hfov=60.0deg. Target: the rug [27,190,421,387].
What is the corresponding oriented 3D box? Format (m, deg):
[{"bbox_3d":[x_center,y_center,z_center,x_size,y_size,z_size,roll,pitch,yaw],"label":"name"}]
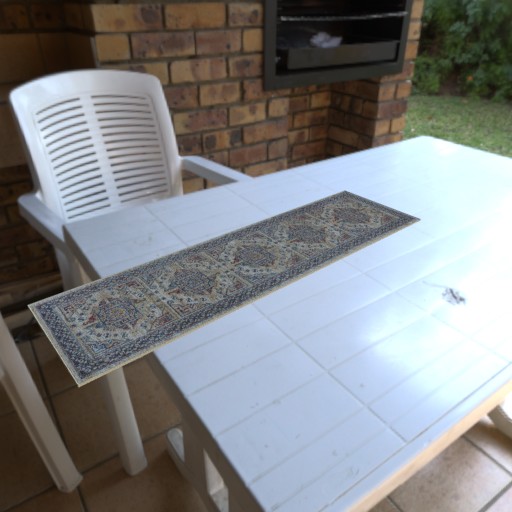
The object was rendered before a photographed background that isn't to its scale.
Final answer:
[{"bbox_3d":[0.000,0.000,2.533,2.297,0.013,0.661,-23,37,-33],"label":"rug"}]
